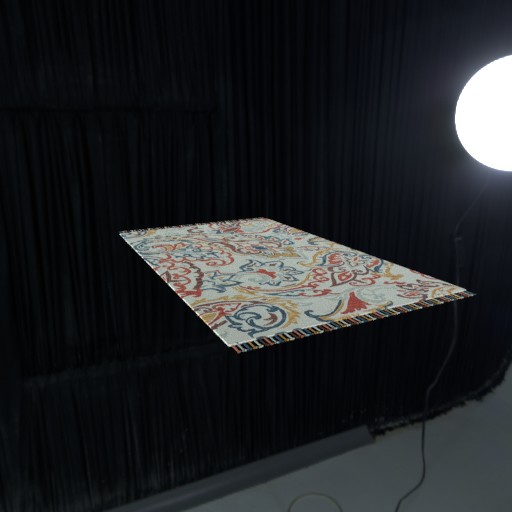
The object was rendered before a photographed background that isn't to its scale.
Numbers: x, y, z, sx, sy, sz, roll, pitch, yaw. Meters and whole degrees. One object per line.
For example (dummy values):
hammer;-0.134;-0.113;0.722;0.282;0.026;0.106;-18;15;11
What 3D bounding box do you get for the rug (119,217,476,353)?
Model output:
rug;0.000;0.000;3.303;1.523;0.010;2.584;-8;18;-26
